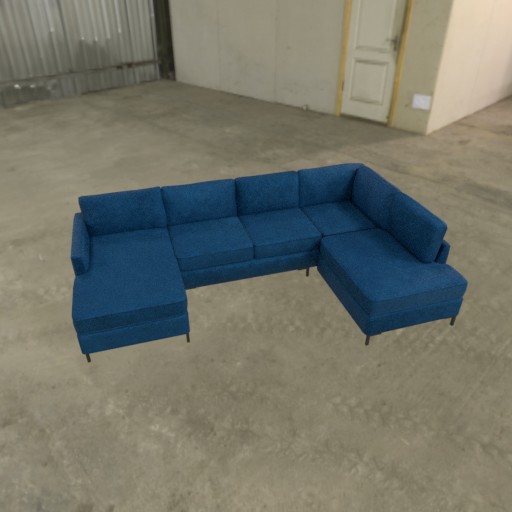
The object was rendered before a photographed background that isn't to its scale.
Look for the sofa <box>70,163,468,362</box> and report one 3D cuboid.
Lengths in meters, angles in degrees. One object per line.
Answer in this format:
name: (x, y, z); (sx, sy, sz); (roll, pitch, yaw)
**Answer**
sofa: (0.000, 0.000, 4.400); (3.434, 0.992, 2.055); (-9, 34, -14)
